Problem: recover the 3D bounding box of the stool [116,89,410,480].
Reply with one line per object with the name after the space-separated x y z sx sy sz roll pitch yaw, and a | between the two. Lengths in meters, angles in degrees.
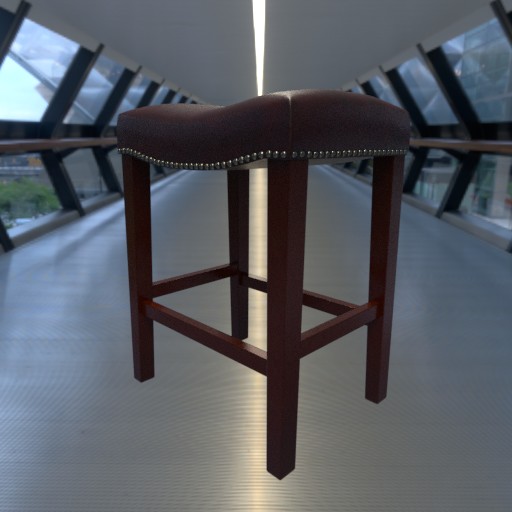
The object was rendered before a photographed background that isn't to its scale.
0.000 0.000 0.981 0.504 0.657 0.372 14 20 43 | stool
